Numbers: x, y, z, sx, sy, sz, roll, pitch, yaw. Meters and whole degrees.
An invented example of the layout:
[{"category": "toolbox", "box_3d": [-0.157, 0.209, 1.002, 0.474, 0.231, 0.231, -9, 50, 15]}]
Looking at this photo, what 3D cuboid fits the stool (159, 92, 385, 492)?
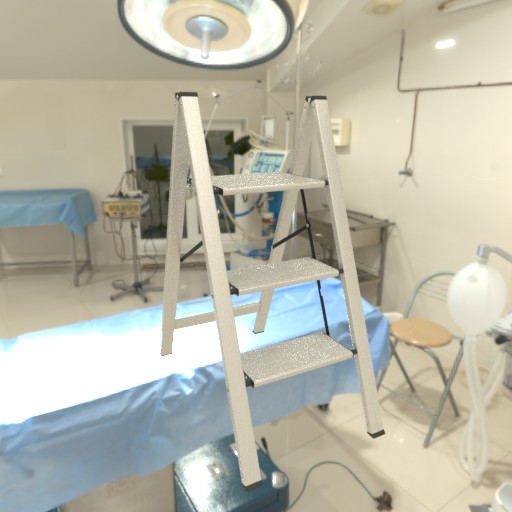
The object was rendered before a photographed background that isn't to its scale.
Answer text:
[{"category": "stool", "box_3d": [0.000, 0.000, 1.315, 0.441, 0.902, 0.730, -9, 19, -27]}]
